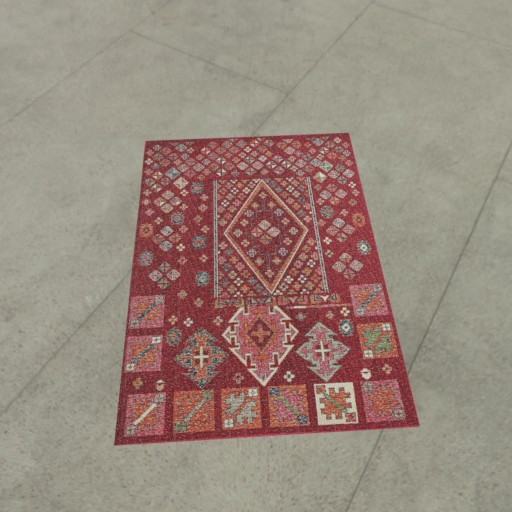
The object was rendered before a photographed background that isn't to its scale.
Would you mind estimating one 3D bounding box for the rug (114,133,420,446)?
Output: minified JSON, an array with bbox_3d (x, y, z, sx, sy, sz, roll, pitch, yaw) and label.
[{"bbox_3d":[0.000,0.000,2.851,1.579,0.007,2.184,-3,58,-2],"label":"rug"}]
